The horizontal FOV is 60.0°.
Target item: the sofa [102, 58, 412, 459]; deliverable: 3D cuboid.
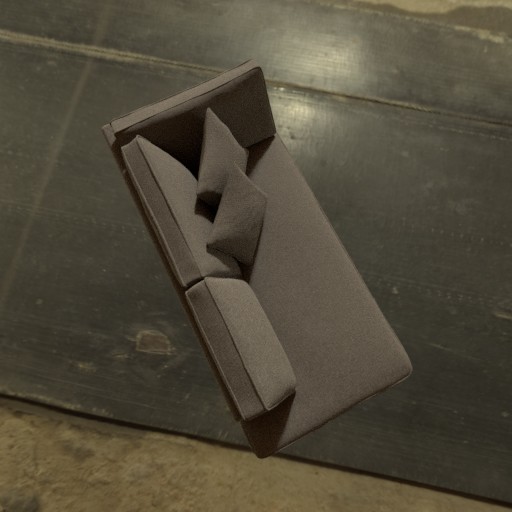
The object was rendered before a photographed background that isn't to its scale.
[{"bbox_3d":[0.000,0.000,2.885,1.110,1.033,2.237,-26,77,-7],"label":"sofa"}]
